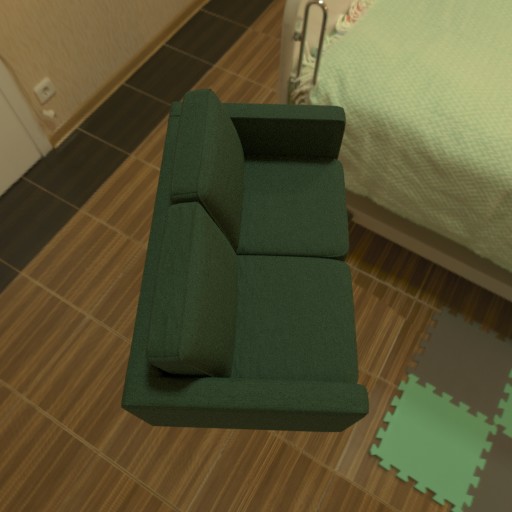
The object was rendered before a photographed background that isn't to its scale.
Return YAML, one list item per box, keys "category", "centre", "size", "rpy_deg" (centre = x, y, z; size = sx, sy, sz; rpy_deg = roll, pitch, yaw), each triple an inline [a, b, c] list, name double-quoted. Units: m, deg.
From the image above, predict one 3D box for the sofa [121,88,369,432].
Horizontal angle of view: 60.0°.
- category: "sofa"
  centre: [0.000, 0.000, 2.030]
  size: [0.879, 0.899, 1.430]
  rpy_deg: [2, 63, 1]
